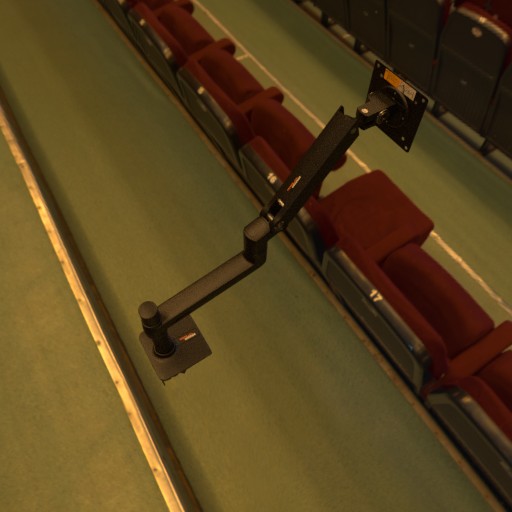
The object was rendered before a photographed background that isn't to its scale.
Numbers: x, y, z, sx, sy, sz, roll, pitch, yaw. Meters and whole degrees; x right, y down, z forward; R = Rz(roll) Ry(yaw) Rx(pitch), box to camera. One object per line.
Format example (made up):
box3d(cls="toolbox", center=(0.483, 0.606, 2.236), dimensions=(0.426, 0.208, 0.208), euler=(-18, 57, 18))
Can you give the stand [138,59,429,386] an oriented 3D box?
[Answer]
box3d(cls="stand", center=(0.000, 0.000, 1.046), dimensions=(0.650, 0.713, 0.152), euler=(-28, 61, -17))
